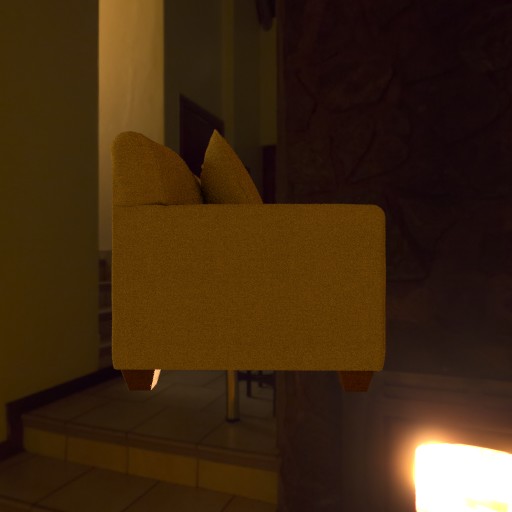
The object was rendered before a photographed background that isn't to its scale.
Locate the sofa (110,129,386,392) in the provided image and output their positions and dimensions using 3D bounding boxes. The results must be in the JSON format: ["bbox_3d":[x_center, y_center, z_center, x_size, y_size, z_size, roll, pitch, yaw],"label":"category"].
[{"bbox_3d":[0.000,0.000,2.528,0.997,0.958,2.024,0,0,1],"label":"sofa"}]
